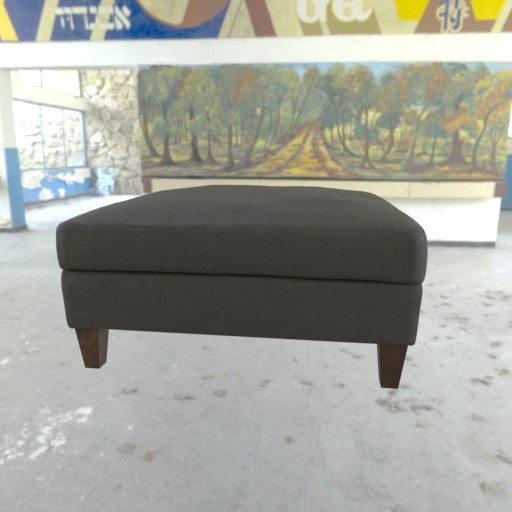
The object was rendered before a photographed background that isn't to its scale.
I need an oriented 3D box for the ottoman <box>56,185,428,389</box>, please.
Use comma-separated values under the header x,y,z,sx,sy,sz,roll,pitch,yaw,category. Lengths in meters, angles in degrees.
x,y,z,sx,sy,sz,roll,pitch,yaw,category
0.000,0.000,1.364,0.836,0.415,0.844,2,13,8,ottoman
